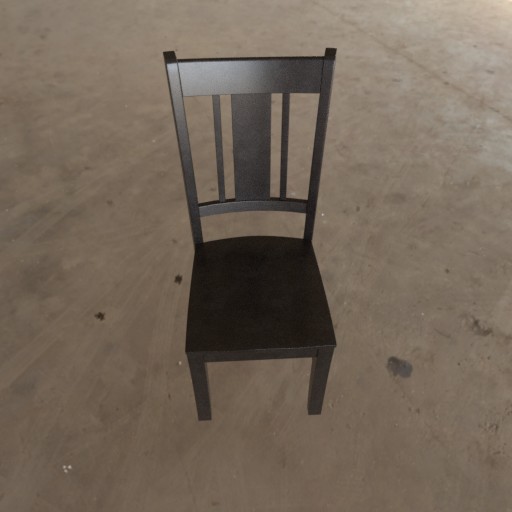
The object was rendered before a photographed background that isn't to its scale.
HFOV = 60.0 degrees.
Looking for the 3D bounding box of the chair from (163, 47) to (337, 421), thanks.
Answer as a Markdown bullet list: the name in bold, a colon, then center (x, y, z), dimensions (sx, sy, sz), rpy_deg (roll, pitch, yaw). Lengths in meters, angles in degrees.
- **chair**: center (0.000, 0.000, 1.316), dimensions (0.450, 0.998, 0.555), rpy_deg (-2, 45, -2)
